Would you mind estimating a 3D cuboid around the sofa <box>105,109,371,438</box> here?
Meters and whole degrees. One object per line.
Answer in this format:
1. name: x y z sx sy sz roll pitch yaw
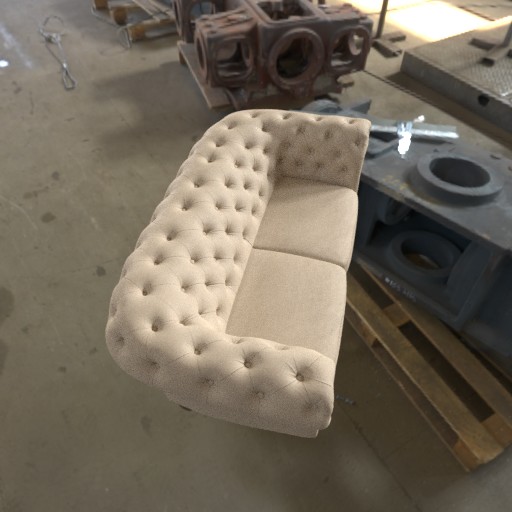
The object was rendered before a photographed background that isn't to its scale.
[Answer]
1. sofa: 0.000 0.000 2.517 1.069 0.835 1.988 10 49 9
